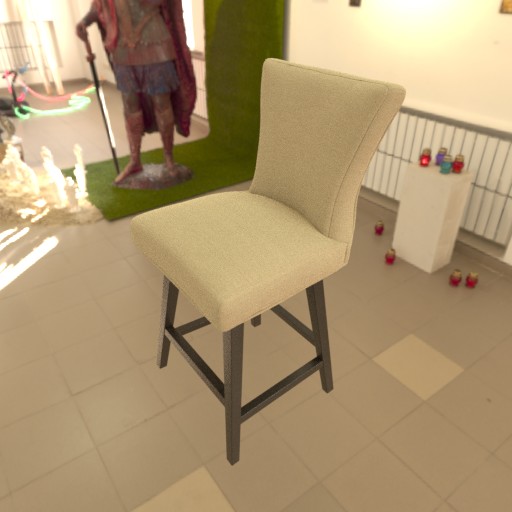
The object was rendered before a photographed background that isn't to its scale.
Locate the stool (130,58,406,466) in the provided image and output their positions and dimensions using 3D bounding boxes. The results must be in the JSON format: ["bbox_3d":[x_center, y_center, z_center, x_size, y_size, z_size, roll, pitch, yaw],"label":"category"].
[{"bbox_3d":[0.000,0.000,1.327,0.574,1.000,0.514,-22,38,-30],"label":"stool"}]
